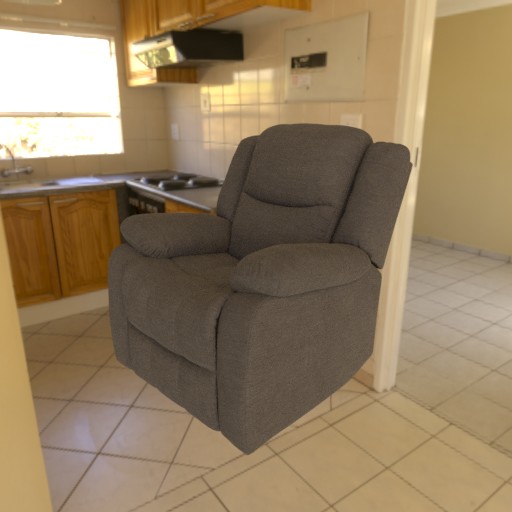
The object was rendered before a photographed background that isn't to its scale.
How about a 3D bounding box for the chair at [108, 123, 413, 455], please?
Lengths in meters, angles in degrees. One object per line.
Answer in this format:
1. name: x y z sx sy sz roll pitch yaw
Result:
1. chair: 0.000 0.000 1.770 0.899 1.008 0.944 16 24 42
